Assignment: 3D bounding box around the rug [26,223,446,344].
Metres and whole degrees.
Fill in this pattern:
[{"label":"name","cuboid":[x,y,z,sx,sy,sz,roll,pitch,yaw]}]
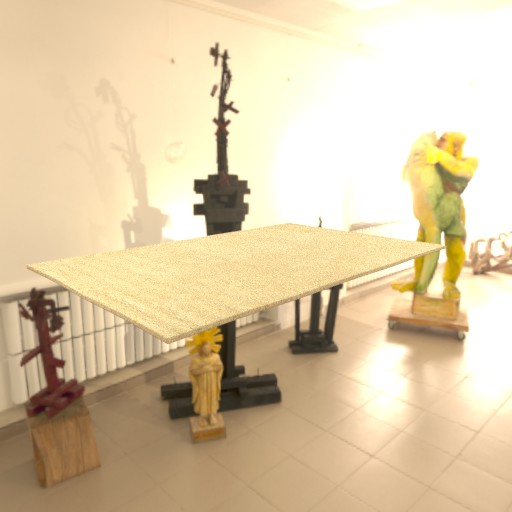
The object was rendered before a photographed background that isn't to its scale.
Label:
[{"label":"rug","cuboid":[0.000,0.000,2.903,2.346,0.025,1.500,-12,18,-43]}]
